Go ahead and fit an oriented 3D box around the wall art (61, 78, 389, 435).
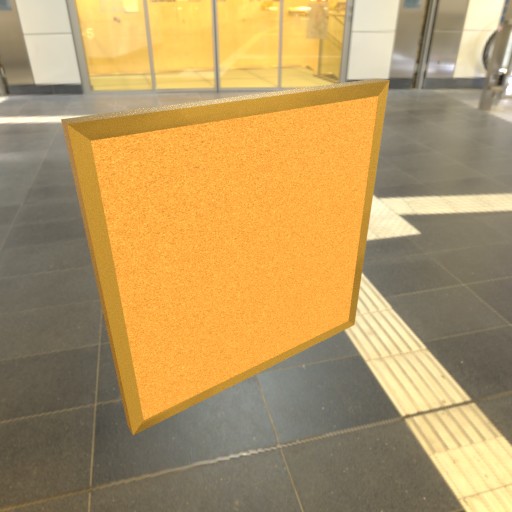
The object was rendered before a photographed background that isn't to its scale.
[{"bbox_3d":[0.000,0.000,1.105,0.762,0.762,0.038,-19,35,-29],"label":"wall art"}]
